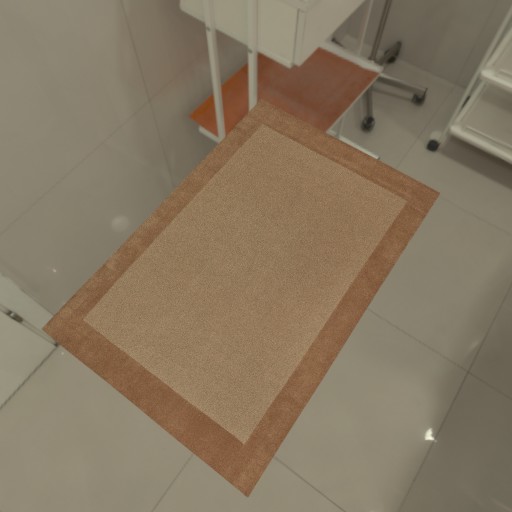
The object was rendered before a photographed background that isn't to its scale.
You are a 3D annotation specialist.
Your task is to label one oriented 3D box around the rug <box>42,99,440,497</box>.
[{"bbox_3d":[0.000,0.000,2.292,1.219,0.014,1.829,32,68,15],"label":"rug"}]
